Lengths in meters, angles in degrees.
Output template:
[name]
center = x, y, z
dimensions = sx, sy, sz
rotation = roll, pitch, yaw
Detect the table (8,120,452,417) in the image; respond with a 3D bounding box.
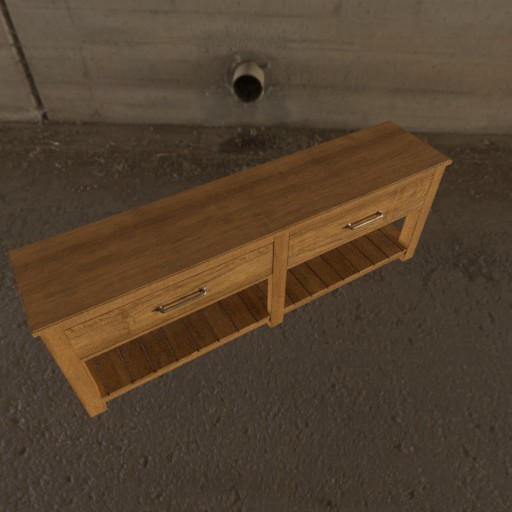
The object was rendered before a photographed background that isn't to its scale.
[table]
center = 0.000, 0.000, 2.009
dimensions = 1.815, 0.635, 0.425
rotation = -23, 51, -21
